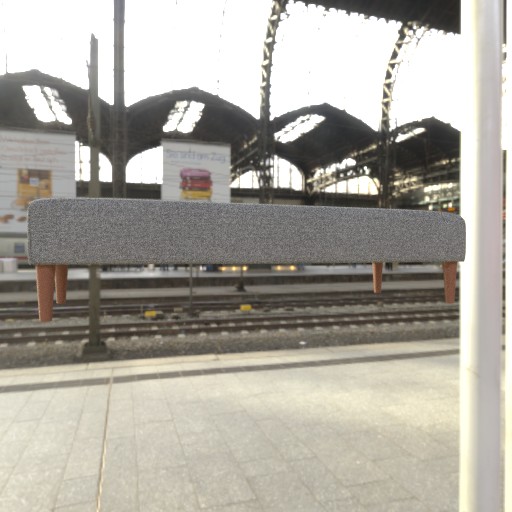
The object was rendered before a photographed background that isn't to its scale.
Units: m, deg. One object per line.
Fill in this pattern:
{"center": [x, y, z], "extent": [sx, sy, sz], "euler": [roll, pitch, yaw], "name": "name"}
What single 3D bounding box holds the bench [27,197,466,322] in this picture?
{"center": [0.000, 0.000, 1.806], "extent": [1.598, 0.384, 0.631], "euler": [0, 0, -19], "name": "bench"}
